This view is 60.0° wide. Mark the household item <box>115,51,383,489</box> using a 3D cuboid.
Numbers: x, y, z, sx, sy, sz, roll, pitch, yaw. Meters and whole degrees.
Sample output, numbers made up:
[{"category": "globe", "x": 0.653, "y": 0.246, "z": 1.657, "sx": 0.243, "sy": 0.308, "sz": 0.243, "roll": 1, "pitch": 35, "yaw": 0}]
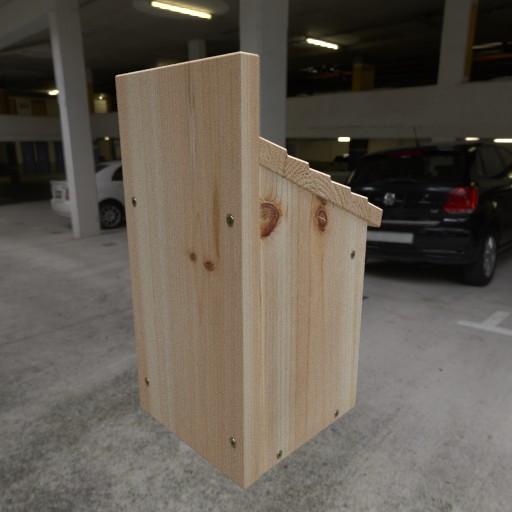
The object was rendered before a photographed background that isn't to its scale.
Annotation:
[{"category": "household item", "x": 0.000, "y": 0.000, "z": 0.397, "sx": 0.171, "sy": 0.300, "sz": 0.149, "roll": -14, "pitch": 21, "yaw": -43}]
